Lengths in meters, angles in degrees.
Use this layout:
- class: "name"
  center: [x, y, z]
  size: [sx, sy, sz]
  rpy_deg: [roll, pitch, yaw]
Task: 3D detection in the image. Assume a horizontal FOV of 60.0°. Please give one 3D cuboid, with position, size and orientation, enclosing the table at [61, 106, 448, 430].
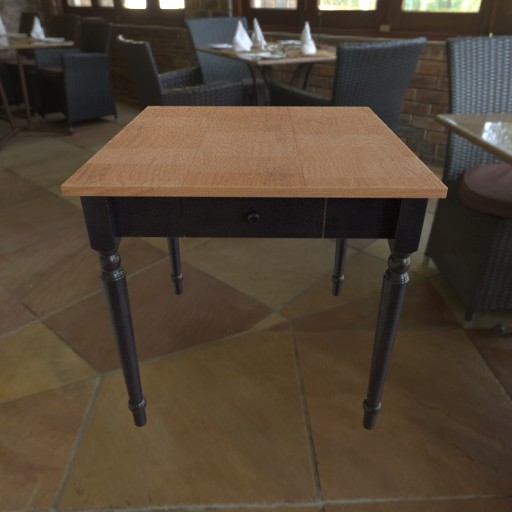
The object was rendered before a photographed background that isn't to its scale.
- class: "table"
  center: [0.000, 0.000, 1.361]
  size: [0.747, 0.738, 0.747]
  rpy_deg: [0, 30, 1]
